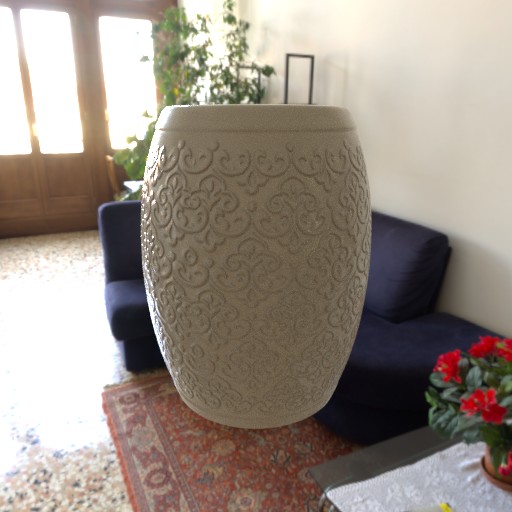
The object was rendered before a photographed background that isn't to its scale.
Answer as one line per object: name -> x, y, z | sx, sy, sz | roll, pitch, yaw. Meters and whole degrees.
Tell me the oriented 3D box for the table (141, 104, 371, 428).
table -> 0.000, 0.000, 0.621 | 0.309, 0.397, 0.309 | 0, 17, 0
